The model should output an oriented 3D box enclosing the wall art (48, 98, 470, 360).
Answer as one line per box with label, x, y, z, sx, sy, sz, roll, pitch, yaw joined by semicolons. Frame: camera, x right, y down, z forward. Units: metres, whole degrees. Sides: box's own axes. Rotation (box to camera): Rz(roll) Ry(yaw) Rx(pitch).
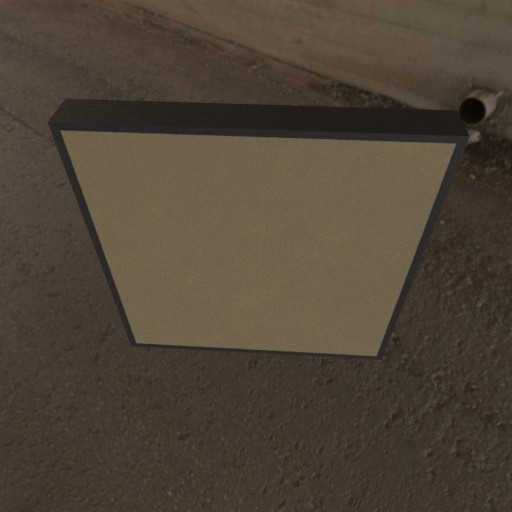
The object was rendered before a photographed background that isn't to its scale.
wall art;0.000;0.000;0.437;0.302;0.300;0.036;3;46;2
